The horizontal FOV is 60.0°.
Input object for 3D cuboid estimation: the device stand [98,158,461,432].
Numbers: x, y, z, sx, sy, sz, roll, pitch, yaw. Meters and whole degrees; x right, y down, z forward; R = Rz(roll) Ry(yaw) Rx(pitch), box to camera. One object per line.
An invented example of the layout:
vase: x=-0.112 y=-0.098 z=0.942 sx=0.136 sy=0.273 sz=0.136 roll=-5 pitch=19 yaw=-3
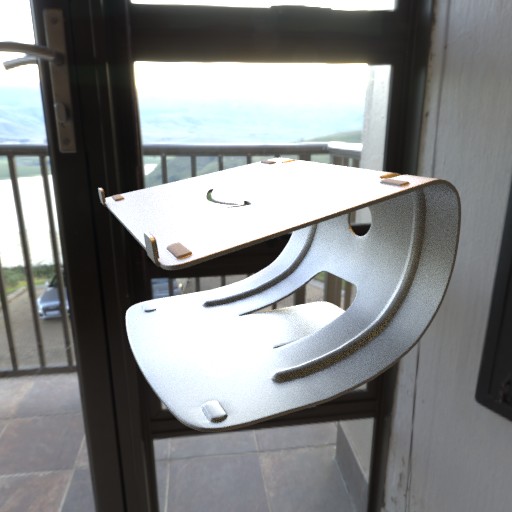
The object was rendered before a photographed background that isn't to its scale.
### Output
device stand: x=0.000 y=0.000 z=0.404 sx=0.236 sy=0.155 sz=0.256 roll=-8 pitch=18 yaw=-25
